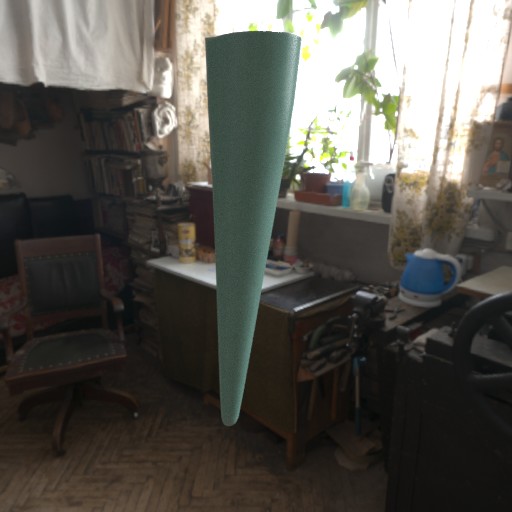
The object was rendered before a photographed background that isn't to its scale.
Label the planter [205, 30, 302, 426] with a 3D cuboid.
[{"bbox_3d":[0.000,0.000,0.300,0.055,0.268,0.054,2,16,7],"label":"planter"}]
